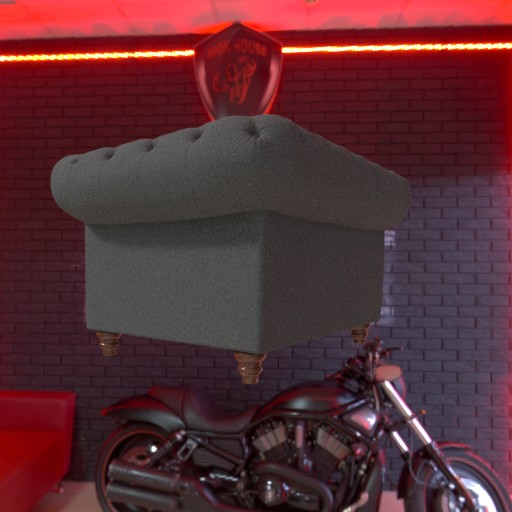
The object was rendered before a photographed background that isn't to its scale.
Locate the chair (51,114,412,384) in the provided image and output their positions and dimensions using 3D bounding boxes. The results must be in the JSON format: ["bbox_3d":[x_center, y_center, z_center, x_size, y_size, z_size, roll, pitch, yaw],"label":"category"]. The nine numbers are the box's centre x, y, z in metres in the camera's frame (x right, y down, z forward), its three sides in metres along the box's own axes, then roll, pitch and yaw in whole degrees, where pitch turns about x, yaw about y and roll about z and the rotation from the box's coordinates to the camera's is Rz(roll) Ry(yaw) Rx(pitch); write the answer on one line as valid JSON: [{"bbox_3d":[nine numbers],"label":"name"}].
[{"bbox_3d":[0.000,0.000,1.813,0.976,0.770,1.270,-1,-1,36],"label":"chair"}]
